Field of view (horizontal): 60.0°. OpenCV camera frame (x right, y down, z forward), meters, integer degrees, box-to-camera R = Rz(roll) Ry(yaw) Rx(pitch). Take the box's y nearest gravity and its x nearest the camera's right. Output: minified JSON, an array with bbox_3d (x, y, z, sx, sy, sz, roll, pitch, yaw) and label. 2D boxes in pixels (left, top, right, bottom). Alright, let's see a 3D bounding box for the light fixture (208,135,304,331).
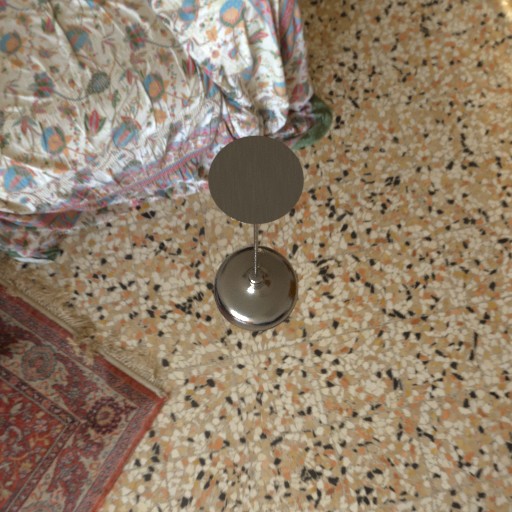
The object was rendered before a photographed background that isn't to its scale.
[{"bbox_3d":[0.000,0.000,1.111,0.299,0.935,0.299,-3,76,-1],"label":"light fixture"}]
